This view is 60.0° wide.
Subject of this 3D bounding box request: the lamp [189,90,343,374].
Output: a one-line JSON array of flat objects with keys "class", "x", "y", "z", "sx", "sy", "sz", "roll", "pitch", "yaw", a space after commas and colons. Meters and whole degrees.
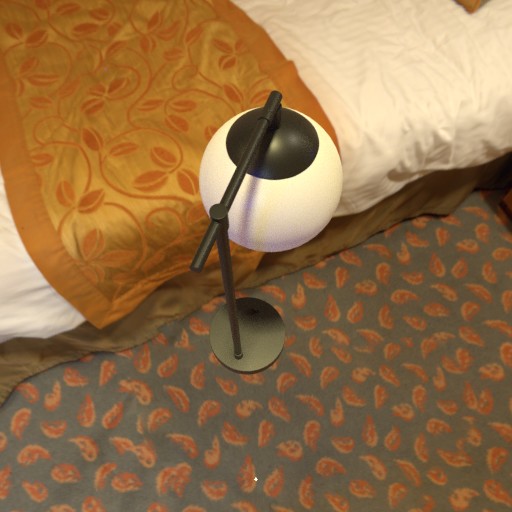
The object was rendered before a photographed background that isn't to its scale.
[{"class": "lamp", "x": 0.000, "y": 0.000, "z": 0.697, "sx": 0.197, "sy": 0.559, "sz": 0.316, "roll": 18, "pitch": 65, "yaw": 9}]
